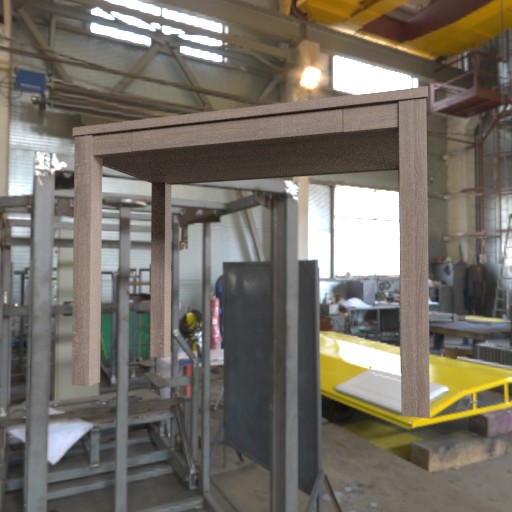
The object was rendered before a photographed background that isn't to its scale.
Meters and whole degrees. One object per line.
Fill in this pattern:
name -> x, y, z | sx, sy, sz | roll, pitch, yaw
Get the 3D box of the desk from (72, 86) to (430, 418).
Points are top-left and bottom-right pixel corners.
desk -> 0.000, 0.000, 1.398 | 0.991, 0.762, 0.495 | -1, -2, 18
